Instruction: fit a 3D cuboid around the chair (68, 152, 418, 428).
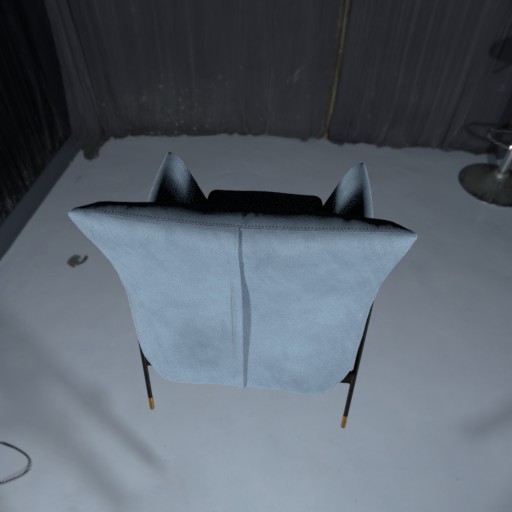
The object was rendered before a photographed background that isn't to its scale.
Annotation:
[{"bbox_3d":[0.000,0.000,1.370,0.678,0.858,0.709,4,46,4],"label":"chair"}]
